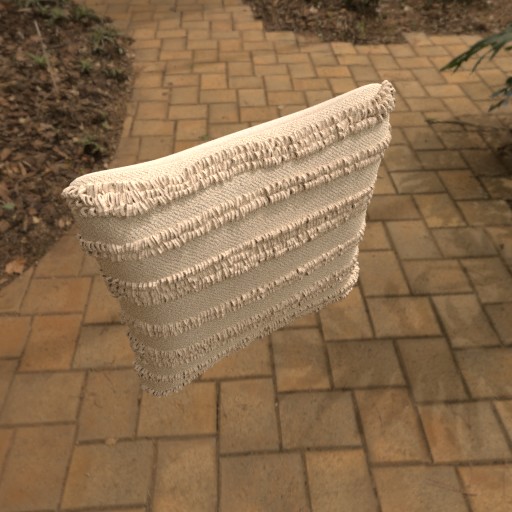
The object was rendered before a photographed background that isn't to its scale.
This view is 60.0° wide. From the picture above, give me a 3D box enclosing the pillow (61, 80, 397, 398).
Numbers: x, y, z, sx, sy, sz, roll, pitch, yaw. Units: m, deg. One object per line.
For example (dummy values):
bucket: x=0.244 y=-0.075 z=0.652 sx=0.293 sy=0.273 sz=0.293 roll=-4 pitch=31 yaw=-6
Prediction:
pillow: x=0.000 y=0.000 z=0.647 sx=0.437 sy=0.427 sz=0.145 roll=-25 pitch=52 yaw=-21
